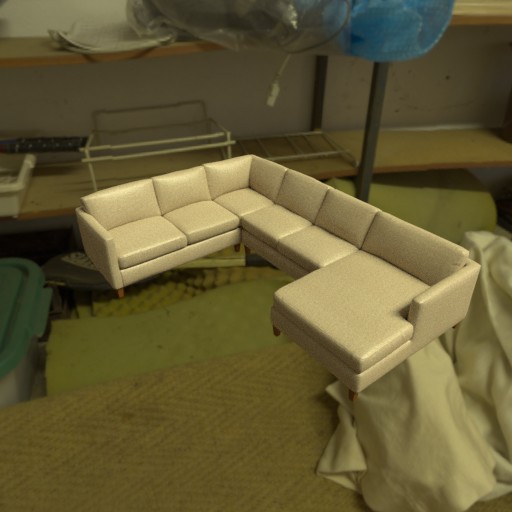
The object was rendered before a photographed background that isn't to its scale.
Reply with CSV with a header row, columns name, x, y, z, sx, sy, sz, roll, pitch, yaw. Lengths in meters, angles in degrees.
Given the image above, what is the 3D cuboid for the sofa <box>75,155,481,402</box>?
name,x,y,z,sx,sy,sz,roll,pitch,yaw
sofa,0.000,0.000,4.640,2.594,0.961,3.460,-22,38,-31
